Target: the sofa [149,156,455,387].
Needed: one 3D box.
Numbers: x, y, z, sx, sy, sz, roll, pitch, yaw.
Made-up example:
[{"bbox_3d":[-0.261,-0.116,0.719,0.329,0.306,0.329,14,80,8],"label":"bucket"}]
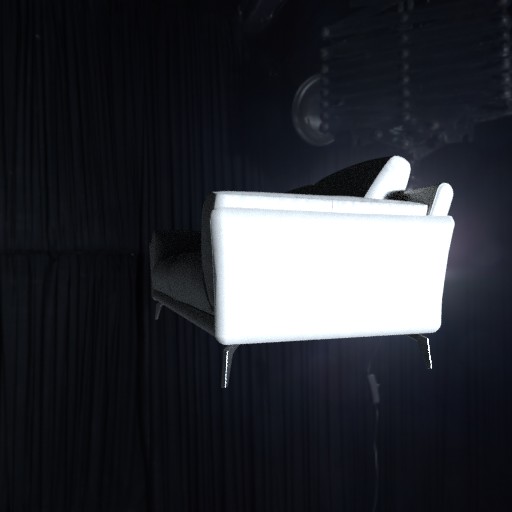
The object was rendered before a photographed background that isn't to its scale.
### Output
[{"bbox_3d":[0.000,0.000,2.600,1.049,0.930,2.101,0,-1,-19],"label":"sofa"}]
